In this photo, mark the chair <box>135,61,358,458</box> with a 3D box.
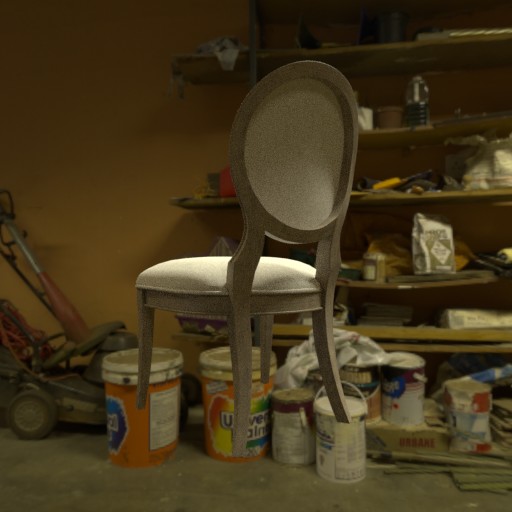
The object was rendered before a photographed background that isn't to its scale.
[{"bbox_3d":[0.000,0.000,1.362,0.558,0.990,0.602,0,-1,-36],"label":"chair"}]
